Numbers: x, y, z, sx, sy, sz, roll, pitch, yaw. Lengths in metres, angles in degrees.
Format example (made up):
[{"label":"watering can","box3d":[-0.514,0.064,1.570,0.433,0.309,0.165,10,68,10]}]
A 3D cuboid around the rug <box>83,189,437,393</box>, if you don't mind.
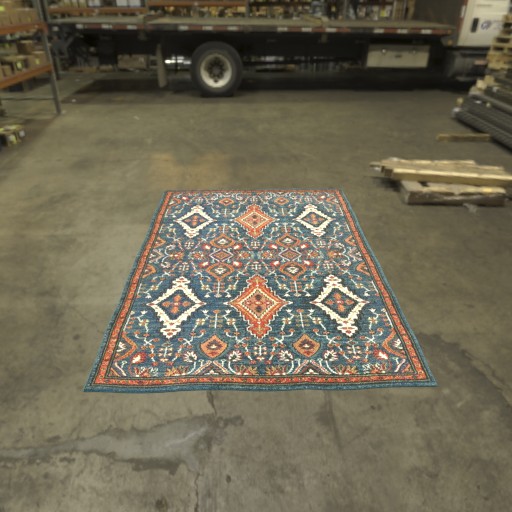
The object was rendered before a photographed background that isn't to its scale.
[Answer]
[{"label":"rug","box3d":[0.000,0.000,3.008,1.622,0.009,2.373,-1,31,-1]}]
